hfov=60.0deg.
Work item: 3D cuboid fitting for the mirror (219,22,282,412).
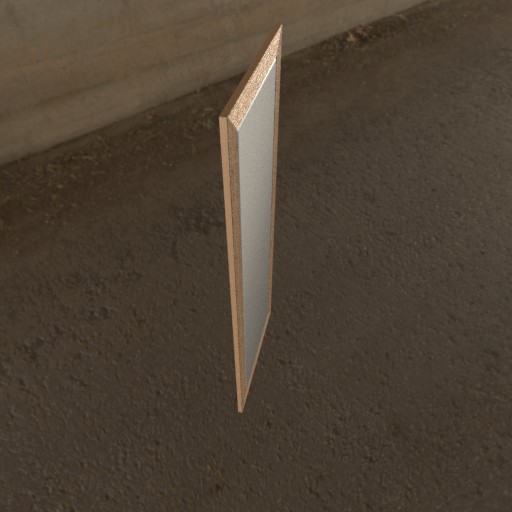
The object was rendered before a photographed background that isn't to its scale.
[{"bbox_3d":[0.000,0.000,2.337,0.026,2.031,0.812,10,47,10],"label":"mirror"}]
